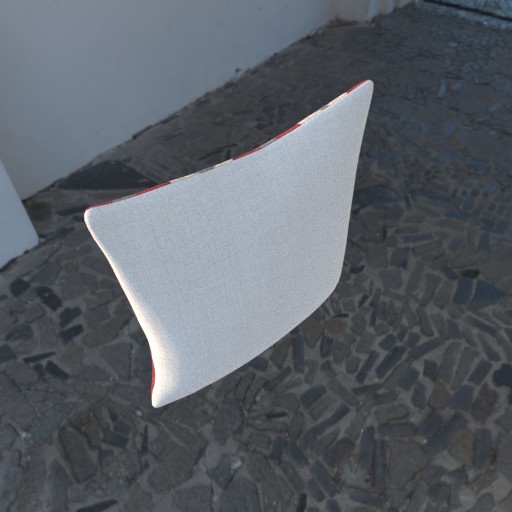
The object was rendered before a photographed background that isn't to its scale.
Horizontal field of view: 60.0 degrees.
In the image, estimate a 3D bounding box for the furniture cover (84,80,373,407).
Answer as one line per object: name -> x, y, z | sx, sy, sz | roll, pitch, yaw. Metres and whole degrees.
furniture cover -> 0.000, 0.000, 0.665 | 0.435, 0.420, 0.145 | -31, 54, -26
